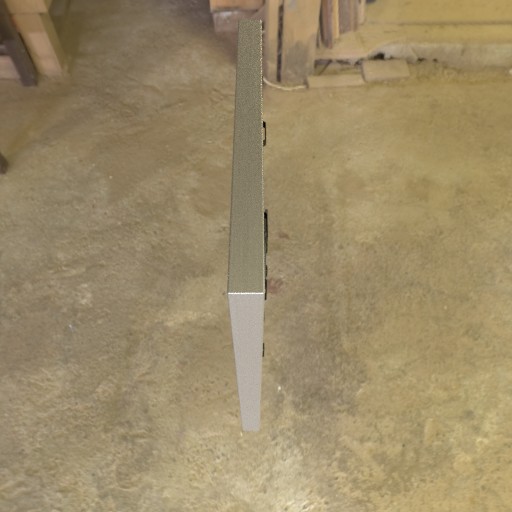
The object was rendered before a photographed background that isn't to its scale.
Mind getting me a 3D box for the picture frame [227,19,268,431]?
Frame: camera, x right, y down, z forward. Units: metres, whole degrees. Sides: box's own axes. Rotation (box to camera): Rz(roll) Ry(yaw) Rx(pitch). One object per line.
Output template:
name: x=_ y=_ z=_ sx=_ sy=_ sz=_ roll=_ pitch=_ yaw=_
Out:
picture frame: x=0.000 y=0.000 z=0.516 sx=0.036 sy=0.386 sz=0.307 roll=0 pitch=57 yaw=0
